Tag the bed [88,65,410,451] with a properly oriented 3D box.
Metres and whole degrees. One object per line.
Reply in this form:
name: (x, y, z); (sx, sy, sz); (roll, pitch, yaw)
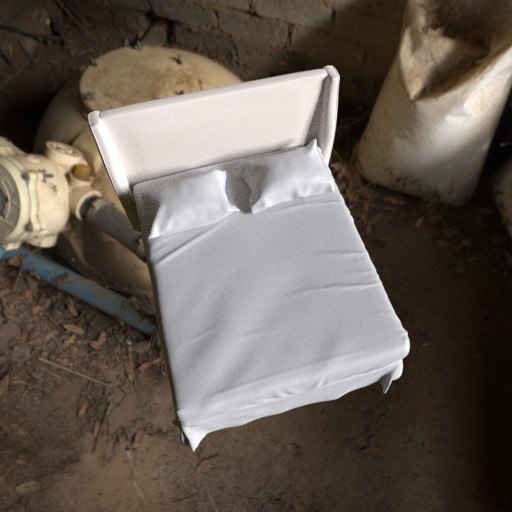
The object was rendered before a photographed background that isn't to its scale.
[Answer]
bed: (0.000, 0.000, 3.375); (1.925, 1.332, 2.276); (-14, 62, -7)
